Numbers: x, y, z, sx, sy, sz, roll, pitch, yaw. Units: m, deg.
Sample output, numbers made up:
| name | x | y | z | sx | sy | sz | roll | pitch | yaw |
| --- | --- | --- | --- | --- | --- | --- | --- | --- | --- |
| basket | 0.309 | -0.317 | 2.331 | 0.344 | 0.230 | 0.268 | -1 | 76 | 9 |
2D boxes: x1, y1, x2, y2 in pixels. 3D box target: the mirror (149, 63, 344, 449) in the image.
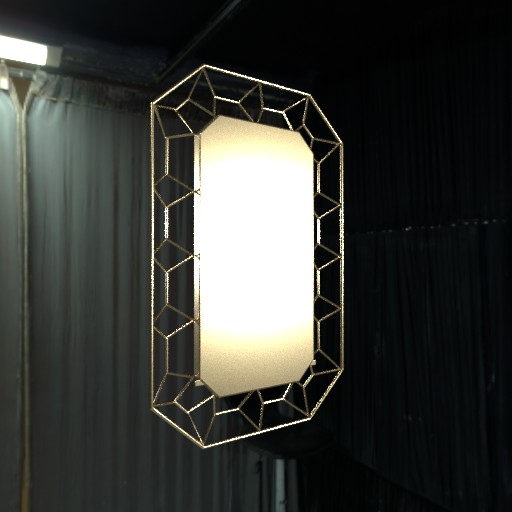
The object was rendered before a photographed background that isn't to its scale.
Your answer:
| name | x | y | z | sx | sy | sz | roll | pitch | yaw |
| --- | --- | --- | --- | --- | --- | --- | --- | --- | --- |
| mirror | 0.000 | 0.000 | 1.108 | 0.572 | 0.870 | 0.051 | 0 | -1 | -35 |
